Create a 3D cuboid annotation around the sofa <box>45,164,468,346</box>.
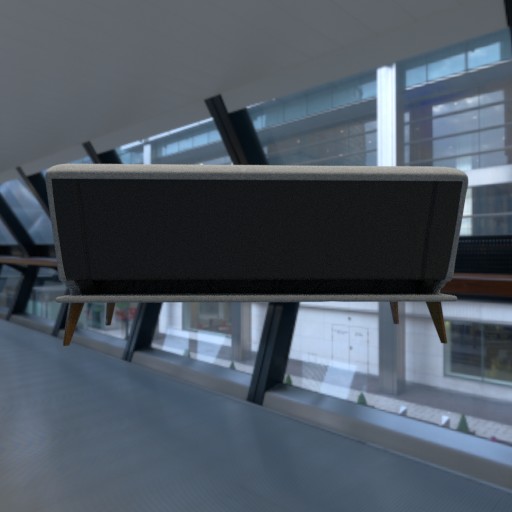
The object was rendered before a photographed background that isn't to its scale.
[{"bbox_3d":[0.000,0.000,2.266,1.800,0.810,0.860,0,-1,-2],"label":"sofa"}]
